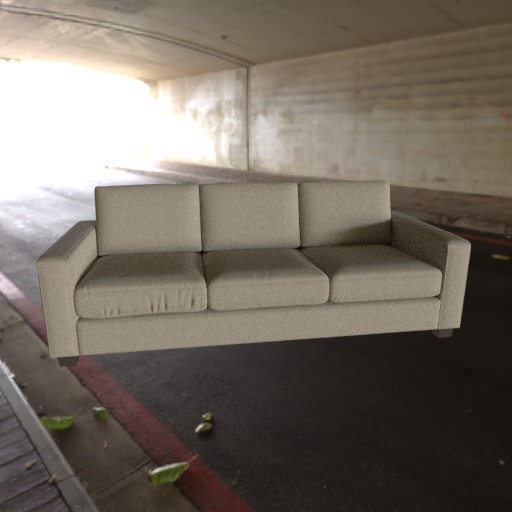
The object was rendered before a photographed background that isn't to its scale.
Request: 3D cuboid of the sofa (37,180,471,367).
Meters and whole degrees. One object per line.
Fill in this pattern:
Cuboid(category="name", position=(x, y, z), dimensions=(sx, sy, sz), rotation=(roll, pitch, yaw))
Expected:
Cuboid(category="sofa", position=(0.000, 0.000, 2.610), dimensions=(2.160, 0.800, 0.900), rotation=(-3, 16, -9))
